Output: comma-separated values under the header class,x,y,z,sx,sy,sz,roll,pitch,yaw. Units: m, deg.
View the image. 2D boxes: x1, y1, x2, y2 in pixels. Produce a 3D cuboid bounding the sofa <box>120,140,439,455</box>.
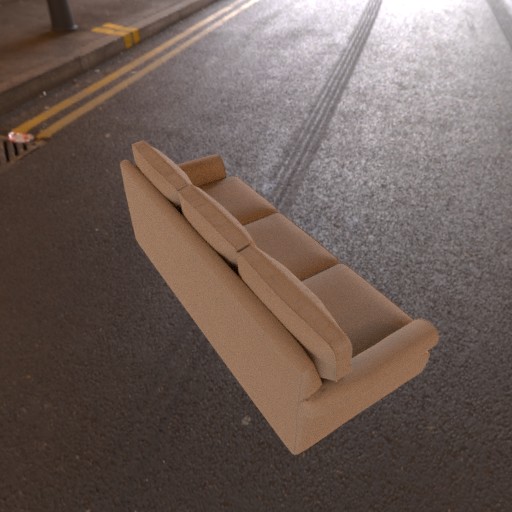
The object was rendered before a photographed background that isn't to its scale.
class,x,y,z,sx,sy,sz,roll,pitch,yaw
sofa,0.000,0.000,2.911,0.966,0.948,2.354,-23,45,-25
